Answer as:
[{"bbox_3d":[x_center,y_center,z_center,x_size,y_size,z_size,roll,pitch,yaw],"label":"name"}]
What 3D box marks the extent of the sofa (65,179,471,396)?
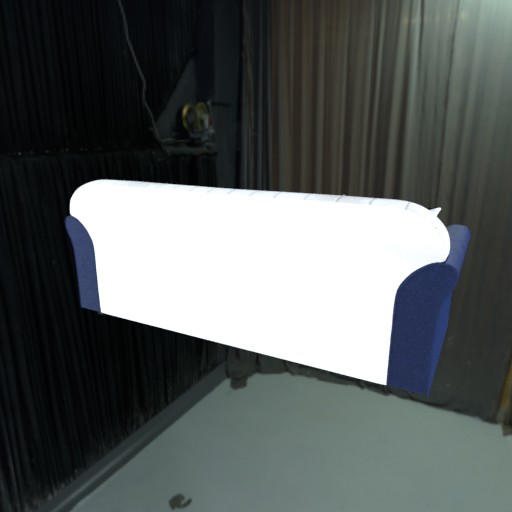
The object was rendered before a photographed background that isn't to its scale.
[{"bbox_3d":[0.000,0.000,2.364,2.006,0.789,0.749,8,18,27],"label":"sofa"}]
